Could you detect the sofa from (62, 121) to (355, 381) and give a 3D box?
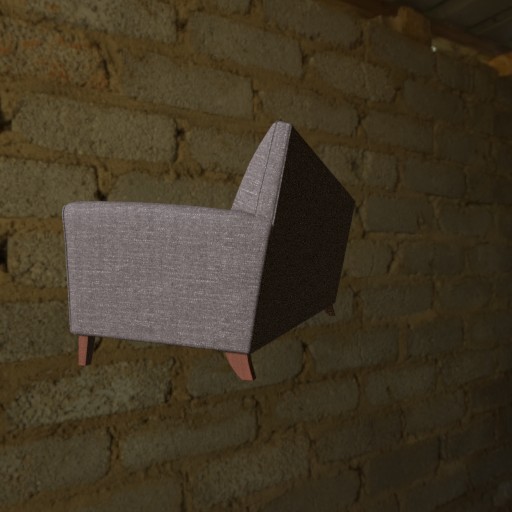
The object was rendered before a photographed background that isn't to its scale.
[{"bbox_3d":[0.000,0.000,2.431,0.875,0.846,1.976,0,-1,19],"label":"sofa"}]
